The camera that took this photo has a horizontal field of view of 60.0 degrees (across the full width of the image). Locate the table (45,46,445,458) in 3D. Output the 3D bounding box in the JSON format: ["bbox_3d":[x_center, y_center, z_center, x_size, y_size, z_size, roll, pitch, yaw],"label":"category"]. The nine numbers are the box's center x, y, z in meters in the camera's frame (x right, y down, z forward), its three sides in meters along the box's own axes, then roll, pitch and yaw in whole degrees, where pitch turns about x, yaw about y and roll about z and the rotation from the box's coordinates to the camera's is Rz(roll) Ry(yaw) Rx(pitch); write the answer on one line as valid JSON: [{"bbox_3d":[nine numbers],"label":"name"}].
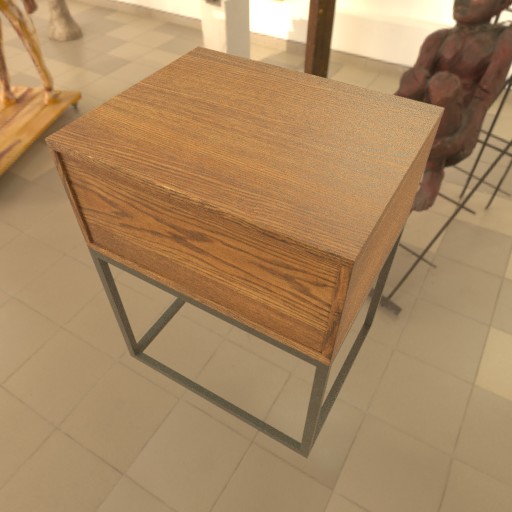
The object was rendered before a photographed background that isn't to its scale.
[{"bbox_3d":[0.000,0.000,0.904,0.482,0.610,0.400,23,51,20],"label":"table"}]
